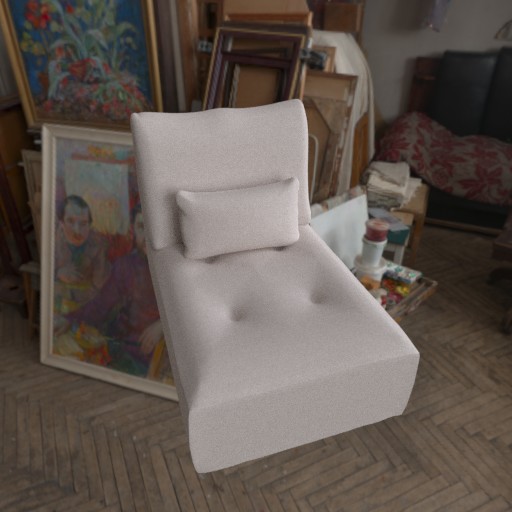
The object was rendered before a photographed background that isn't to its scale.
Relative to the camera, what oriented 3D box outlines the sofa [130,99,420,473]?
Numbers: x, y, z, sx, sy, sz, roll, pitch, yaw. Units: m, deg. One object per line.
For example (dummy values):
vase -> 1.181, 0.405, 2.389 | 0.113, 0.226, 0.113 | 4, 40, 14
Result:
sofa -> 0.000, 0.000, 1.548 | 0.700, 0.820, 1.000 | -10, 34, -15
